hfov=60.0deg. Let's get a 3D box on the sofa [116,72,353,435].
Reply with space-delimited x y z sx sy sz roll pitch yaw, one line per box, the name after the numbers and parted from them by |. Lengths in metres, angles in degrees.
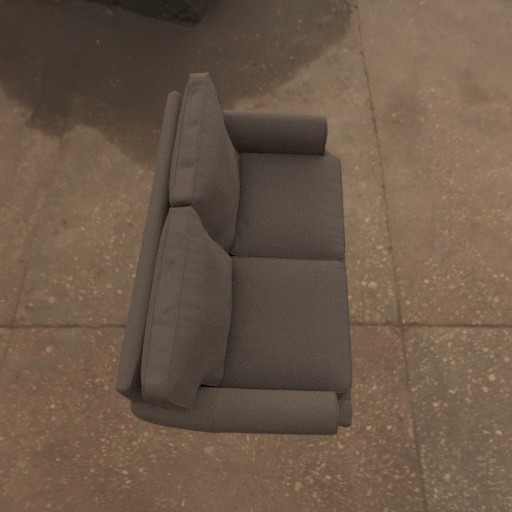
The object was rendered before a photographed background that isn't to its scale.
0.000 0.000 2.198 0.964 0.937 1.665 2 64 1 | sofa
